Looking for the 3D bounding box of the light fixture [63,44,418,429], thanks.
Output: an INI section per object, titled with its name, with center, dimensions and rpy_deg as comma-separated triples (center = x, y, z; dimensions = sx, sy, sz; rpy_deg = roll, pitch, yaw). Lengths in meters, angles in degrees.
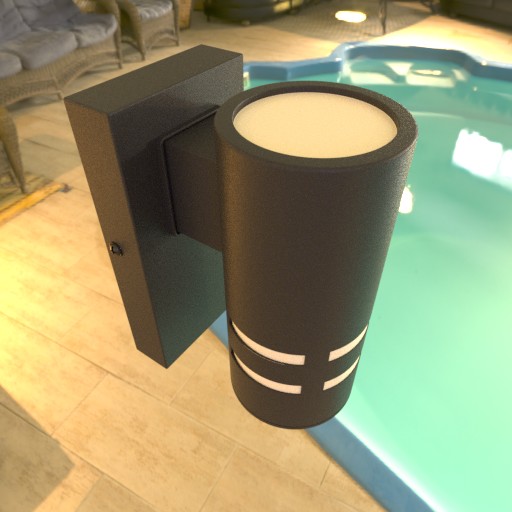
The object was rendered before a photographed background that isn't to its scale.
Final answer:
[light fixture]
center = 0.000, 0.000, 0.248
dimensions = 0.138, 0.179, 0.098
rpy_deg = 25, 47, 25
